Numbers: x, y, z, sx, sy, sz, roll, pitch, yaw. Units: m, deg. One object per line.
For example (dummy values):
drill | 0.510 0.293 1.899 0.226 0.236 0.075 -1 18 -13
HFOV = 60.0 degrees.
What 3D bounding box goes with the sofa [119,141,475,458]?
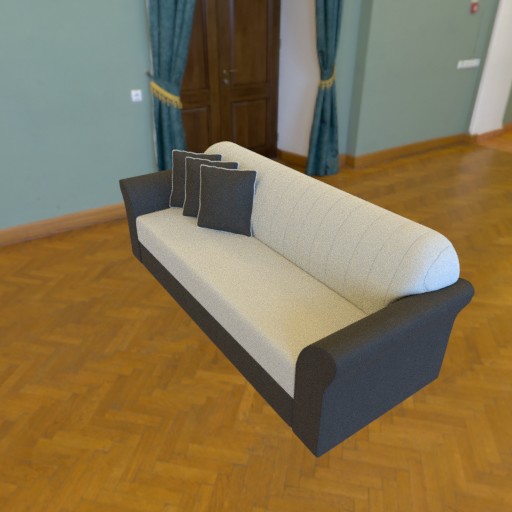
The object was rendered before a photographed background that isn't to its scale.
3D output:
sofa | 0.000 0.000 2.393 0.755 0.787 2.001 -19 35 -29
